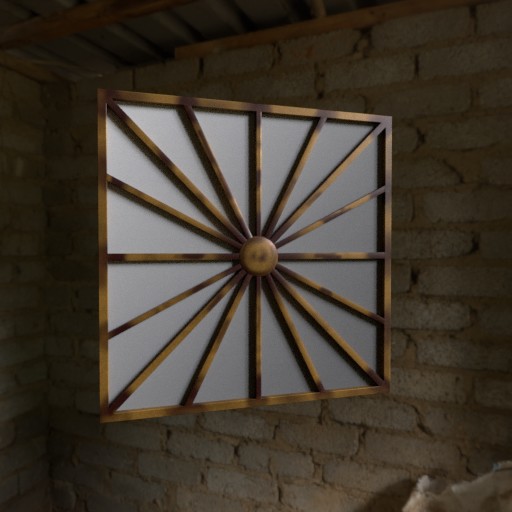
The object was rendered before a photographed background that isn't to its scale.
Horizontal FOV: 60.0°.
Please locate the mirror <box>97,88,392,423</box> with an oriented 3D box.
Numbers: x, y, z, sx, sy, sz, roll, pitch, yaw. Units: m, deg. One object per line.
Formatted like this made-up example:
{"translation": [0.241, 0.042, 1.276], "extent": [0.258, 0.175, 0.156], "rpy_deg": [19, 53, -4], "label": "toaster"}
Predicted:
{"translation": [0.000, 0.000, 0.759], "extent": [0.509, 0.507, 0.042], "rpy_deg": [0, 1, -16], "label": "mirror"}
